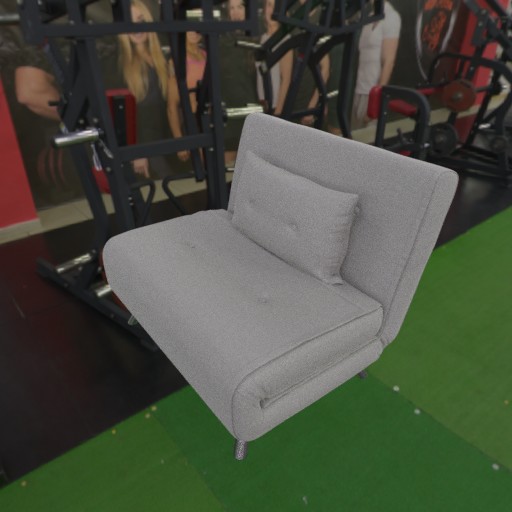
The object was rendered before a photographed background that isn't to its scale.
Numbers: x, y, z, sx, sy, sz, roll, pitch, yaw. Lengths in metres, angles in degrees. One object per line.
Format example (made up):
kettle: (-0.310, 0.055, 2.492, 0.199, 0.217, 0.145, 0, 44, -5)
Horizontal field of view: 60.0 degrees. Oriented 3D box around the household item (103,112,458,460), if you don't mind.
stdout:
household item: (0.000, 0.000, 1.677, 0.874, 0.800, 1.000, -21, 36, -31)
